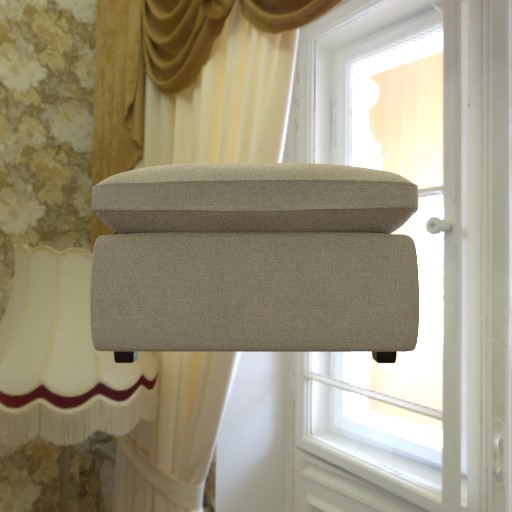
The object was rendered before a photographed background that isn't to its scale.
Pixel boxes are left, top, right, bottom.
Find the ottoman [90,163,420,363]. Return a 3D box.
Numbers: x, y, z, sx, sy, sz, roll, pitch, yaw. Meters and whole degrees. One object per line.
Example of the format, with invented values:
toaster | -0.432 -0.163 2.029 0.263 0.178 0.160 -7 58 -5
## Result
ottoman | 0.000 0.000 1.346 0.686 0.453 0.984 0 0 0
